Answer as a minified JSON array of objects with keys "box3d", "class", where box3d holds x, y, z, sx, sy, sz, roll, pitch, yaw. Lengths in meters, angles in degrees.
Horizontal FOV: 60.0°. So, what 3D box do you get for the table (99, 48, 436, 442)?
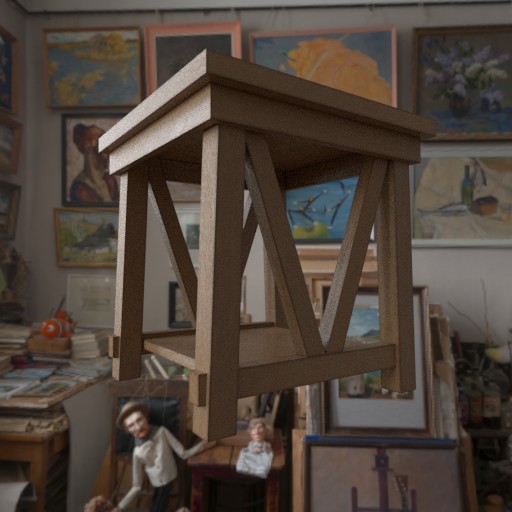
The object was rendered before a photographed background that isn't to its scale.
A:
[{"box3d":[0.000,0.000,1.115,0.612,0.638,0.610,1,-1,-35],"class":"table"}]
